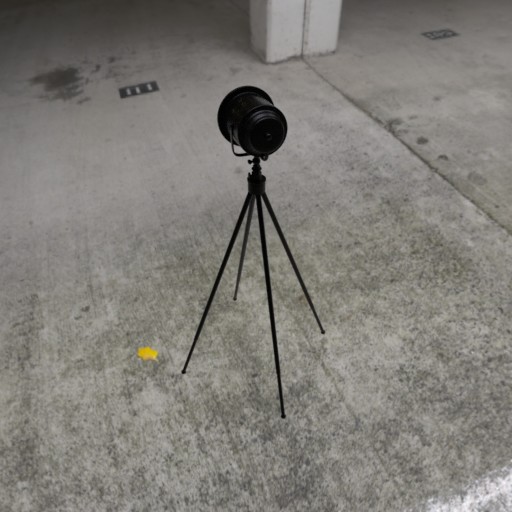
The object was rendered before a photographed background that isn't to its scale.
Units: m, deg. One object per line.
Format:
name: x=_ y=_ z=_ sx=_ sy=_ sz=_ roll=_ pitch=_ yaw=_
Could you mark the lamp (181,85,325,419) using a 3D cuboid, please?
lamp: x=0.000 y=0.000 z=2.078 sx=0.879 sy=1.504 sz=0.884 roll=-13 pitch=43 yaw=-14
